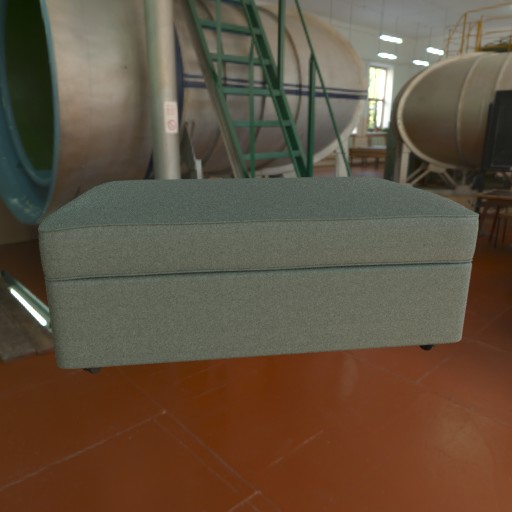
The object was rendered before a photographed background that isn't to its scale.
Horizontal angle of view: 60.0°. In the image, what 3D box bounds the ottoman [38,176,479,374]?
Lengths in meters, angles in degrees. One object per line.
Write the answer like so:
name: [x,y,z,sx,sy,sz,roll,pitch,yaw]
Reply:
ottoman: [0.000,0.000,1.504,1.173,0.494,0.681,-2,16,-7]
